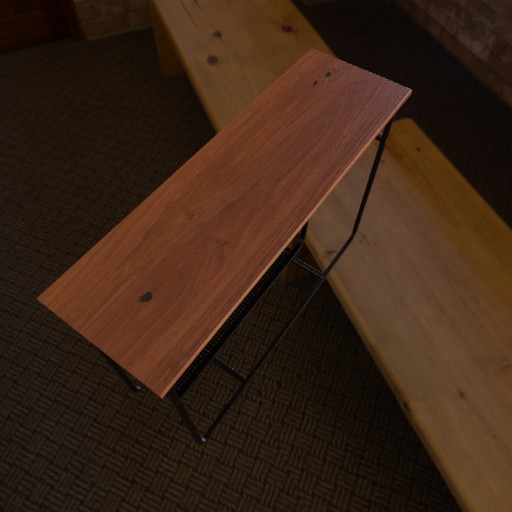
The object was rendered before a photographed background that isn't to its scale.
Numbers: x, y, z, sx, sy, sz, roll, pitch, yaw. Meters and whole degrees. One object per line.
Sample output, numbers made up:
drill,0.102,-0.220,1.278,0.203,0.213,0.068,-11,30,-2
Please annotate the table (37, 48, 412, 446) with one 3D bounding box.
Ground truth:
table,0.000,0.000,1.436,0.350,0.750,1.100,31,63,18
